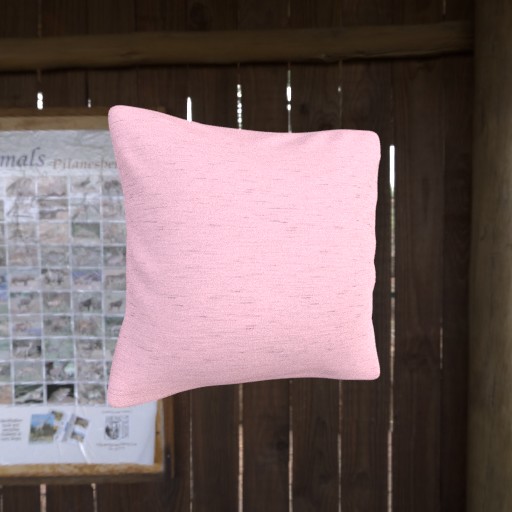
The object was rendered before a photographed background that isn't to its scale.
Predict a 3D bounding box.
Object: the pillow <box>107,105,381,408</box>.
[{"bbox_3d":[0.000,0.000,0.675,0.432,0.415,0.246,0,1,-19],"label":"pillow"}]
